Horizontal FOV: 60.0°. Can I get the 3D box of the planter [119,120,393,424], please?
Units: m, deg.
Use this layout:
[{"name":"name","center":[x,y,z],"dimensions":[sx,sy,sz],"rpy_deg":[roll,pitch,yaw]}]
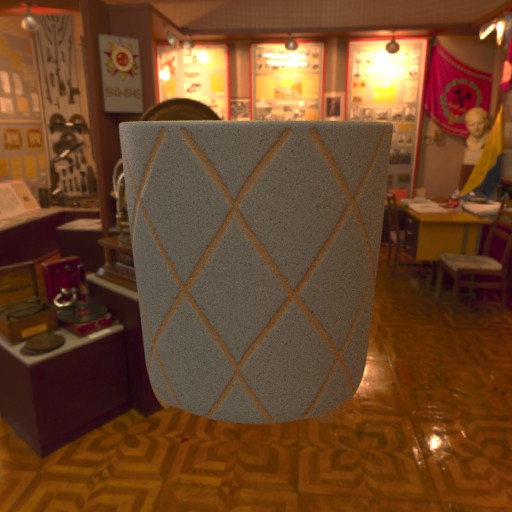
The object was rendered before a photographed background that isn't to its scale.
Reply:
[{"name":"planter","center":[0.000,0.000,0.348],"dimensions":[0.191,0.200,0.191],"rpy_deg":[0,16,0]}]
